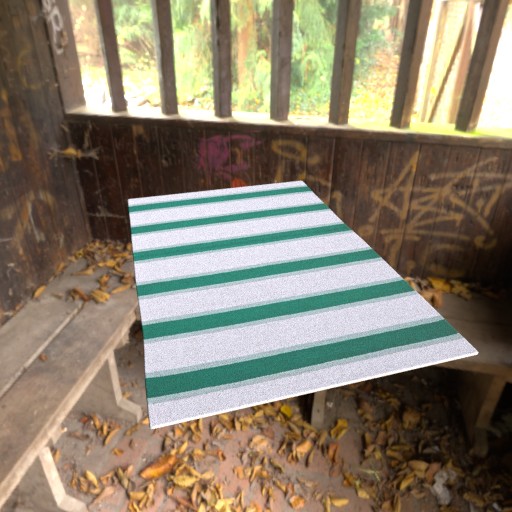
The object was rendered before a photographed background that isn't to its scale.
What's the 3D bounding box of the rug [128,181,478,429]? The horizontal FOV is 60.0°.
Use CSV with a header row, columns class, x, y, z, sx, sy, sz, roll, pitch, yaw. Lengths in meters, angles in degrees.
class,x,y,z,sx,sy,sz,roll,pitch,yaw
rug,0.000,0.000,2.268,1.210,0.012,1.829,-8,32,-14
